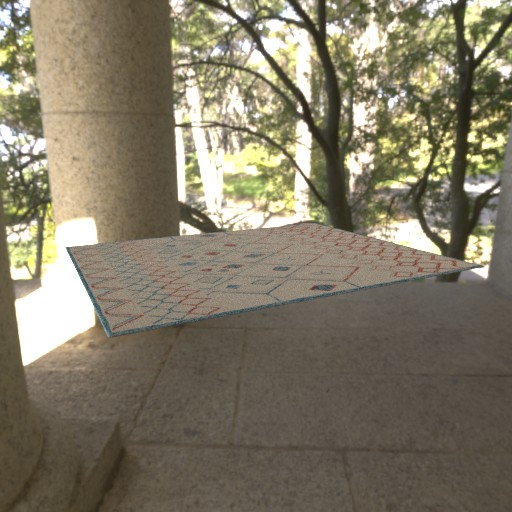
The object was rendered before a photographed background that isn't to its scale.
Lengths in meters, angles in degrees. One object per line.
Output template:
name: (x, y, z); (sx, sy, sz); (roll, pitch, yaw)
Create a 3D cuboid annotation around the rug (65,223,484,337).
rug: (0.000, 0.000, 4.082); (3.050, 0.016, 2.441); (-7, 16, -27)
